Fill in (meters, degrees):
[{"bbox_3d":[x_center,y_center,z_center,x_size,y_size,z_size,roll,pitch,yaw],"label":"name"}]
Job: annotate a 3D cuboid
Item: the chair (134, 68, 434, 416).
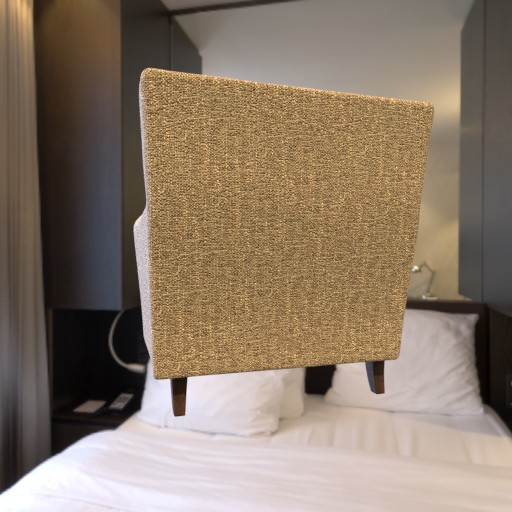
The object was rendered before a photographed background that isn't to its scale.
[{"bbox_3d":[0.000,0.000,1.615,0.864,0.928,0.873,0,0,-18],"label":"chair"}]
